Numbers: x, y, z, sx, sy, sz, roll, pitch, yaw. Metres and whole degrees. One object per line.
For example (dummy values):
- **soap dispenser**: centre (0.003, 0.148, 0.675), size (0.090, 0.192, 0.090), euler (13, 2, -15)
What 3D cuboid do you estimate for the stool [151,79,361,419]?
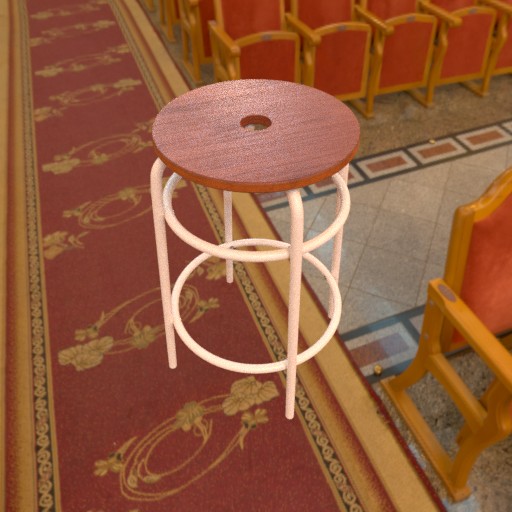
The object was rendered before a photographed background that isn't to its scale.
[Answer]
- **stool**: centre (0.000, 0.000, 0.932), size (0.455, 0.610, 0.455), euler (-15, 47, -14)
